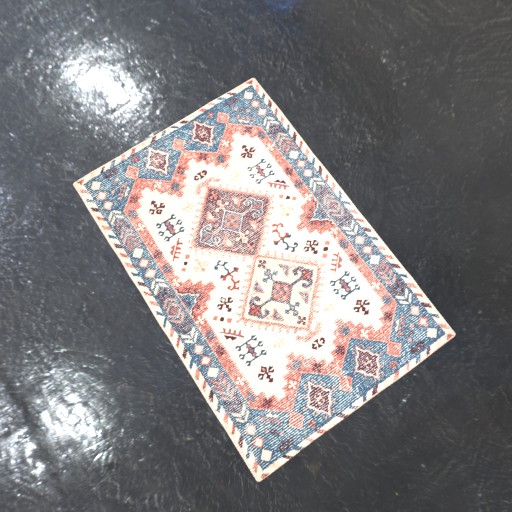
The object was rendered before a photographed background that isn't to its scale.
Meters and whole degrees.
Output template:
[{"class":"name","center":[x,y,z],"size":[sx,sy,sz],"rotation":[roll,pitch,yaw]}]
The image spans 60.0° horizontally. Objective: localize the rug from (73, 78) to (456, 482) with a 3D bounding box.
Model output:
[{"class":"rug","center":[0.000,0.000,2.356],"size":[1.225,0.015,1.840],"rotation":[-33,78,-8]}]
